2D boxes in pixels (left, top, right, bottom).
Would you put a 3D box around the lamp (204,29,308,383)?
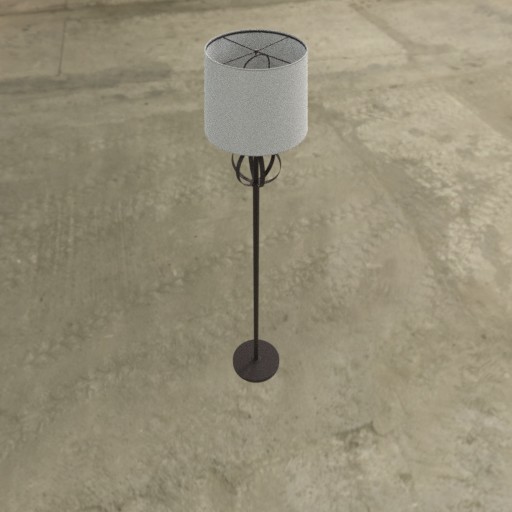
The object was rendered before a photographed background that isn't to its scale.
[{"bbox_3d":[0.000,0.000,1.607,0.286,1.462,0.286,10,47,9],"label":"lamp"}]
